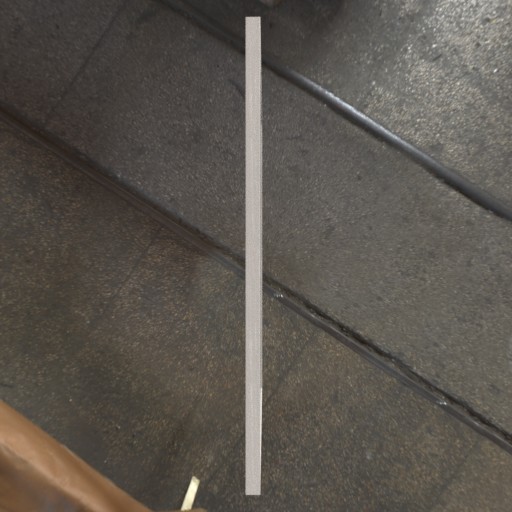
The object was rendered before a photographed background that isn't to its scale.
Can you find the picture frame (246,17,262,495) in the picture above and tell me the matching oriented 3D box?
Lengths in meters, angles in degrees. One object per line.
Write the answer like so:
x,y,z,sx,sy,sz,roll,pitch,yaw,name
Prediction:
0.000,0.000,1.200,0.029,0.640,0.950,0,90,1,picture frame
